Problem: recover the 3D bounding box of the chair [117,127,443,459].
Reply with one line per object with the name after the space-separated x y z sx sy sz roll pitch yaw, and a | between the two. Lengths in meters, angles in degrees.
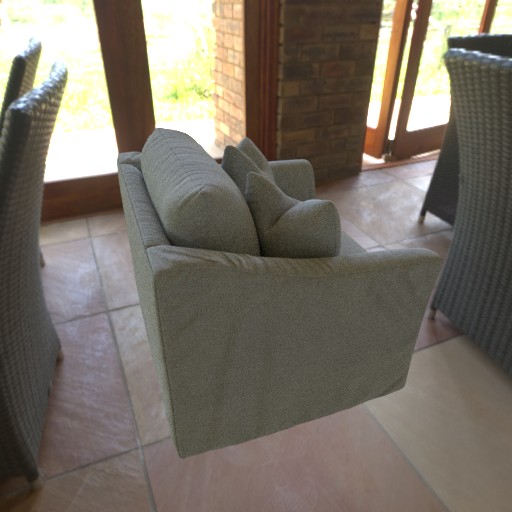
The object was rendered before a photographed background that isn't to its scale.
0.000 0.000 2.054 1.071 1.059 1.194 -11 33 -17 | chair
